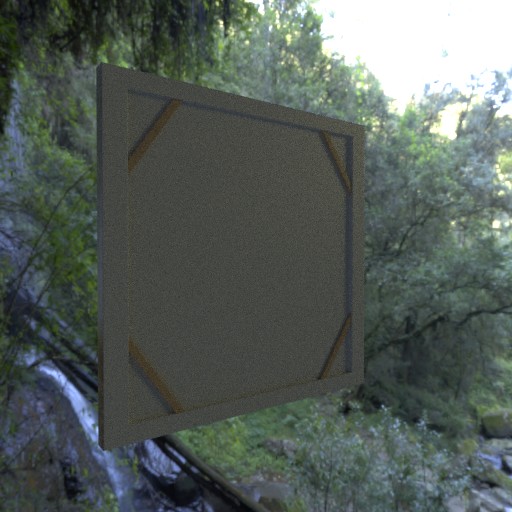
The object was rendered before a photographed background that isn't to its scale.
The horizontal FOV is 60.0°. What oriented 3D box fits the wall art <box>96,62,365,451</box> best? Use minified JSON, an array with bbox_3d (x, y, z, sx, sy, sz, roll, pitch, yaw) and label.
[{"bbox_3d":[0.000,0.000,1.579,1.092,1.091,0.051,-1,1,-36],"label":"wall art"}]
